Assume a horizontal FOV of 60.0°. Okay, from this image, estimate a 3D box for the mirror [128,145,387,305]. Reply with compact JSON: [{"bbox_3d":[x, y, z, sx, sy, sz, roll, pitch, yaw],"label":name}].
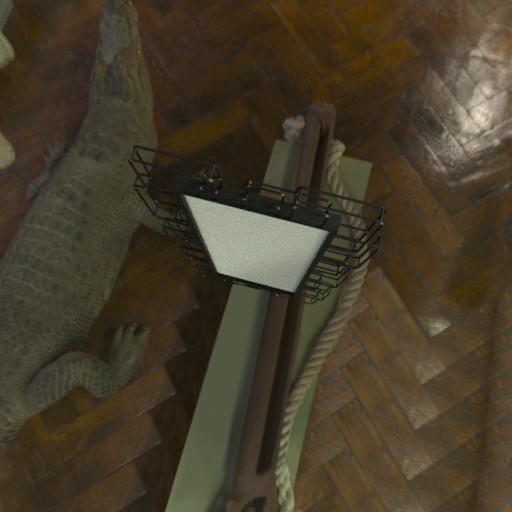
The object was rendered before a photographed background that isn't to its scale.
[{"bbox_3d":[0.000,0.000,1.406,0.565,1.192,0.037,15,77,3],"label":"mirror"}]
